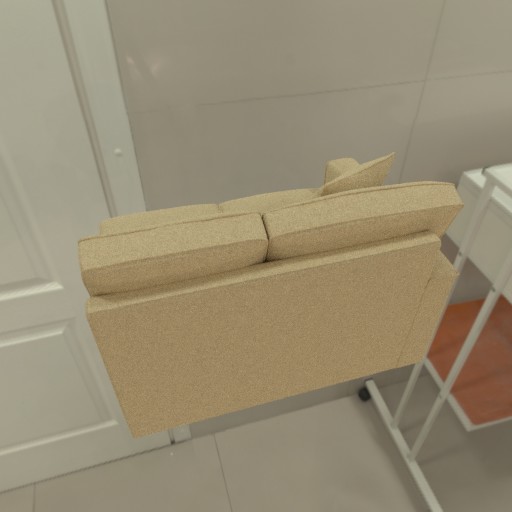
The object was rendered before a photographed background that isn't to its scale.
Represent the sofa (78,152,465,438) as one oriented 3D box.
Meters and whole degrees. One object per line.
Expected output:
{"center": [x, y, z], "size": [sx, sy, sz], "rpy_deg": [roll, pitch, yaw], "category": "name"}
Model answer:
{"center": [0.000, 0.000, 2.023], "size": [1.388, 0.989, 0.991], "rpy_deg": [-11, 42, -12], "category": "sofa"}
